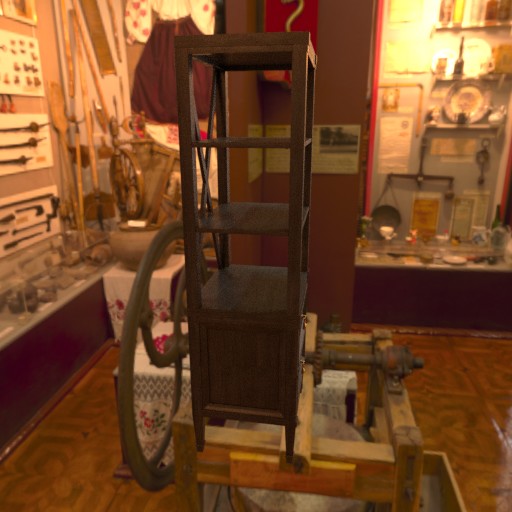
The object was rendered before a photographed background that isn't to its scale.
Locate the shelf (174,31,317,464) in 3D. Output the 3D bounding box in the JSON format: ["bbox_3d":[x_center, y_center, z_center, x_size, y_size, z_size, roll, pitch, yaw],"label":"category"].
[{"bbox_3d":[0.000,0.000,2.005,0.472,1.727,0.584,3,17,10],"label":"shelf"}]
